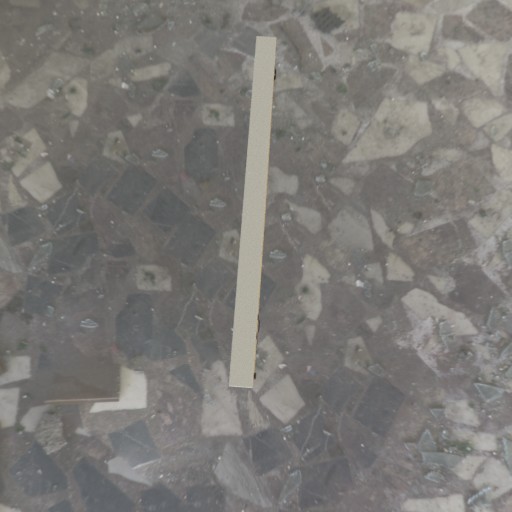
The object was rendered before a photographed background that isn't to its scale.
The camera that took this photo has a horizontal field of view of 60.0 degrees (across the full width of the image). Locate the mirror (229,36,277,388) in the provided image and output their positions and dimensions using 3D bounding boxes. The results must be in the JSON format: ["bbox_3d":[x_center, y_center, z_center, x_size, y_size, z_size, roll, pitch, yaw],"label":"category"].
[{"bbox_3d":[0.000,0.000,1.180,0.041,0.914,0.609,4,78,1],"label":"mirror"}]
